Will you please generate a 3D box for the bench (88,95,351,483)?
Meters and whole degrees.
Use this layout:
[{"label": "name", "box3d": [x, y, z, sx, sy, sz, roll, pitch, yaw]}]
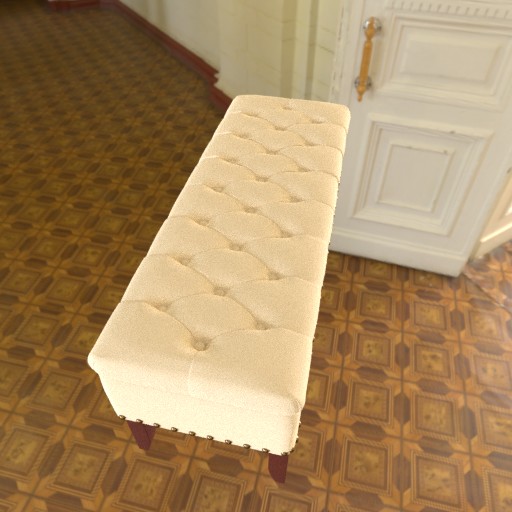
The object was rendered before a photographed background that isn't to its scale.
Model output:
[{"label": "bench", "box3d": [0.000, 0.000, 1.258, 0.400, 0.470, 1.054, 9, 46, 9]}]
